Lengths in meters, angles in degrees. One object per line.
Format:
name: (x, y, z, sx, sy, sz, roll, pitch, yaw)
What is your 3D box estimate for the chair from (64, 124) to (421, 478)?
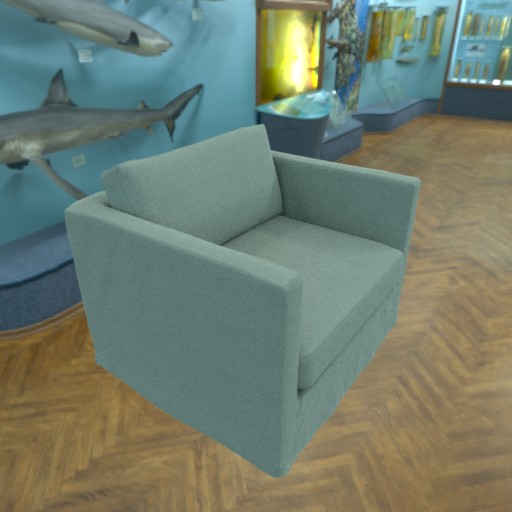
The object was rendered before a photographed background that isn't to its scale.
chair: (0.000, 0.000, 1.777, 0.949, 0.863, 1.057, 19, 33, 31)
